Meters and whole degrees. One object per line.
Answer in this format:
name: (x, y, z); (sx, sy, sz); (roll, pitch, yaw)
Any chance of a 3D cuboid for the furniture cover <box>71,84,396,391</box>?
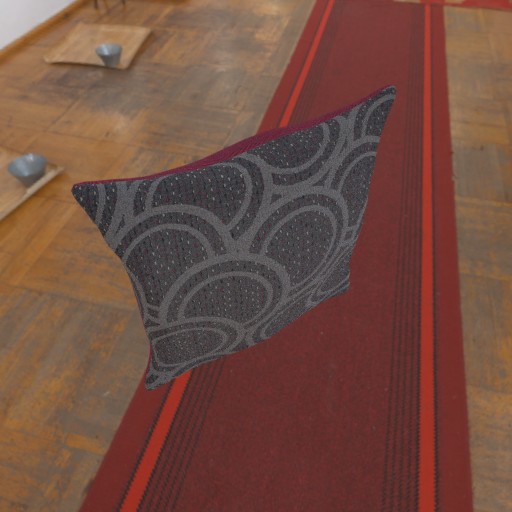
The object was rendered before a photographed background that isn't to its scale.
furniture cover: (0.000, 0.000, 0.799); (0.514, 0.513, 0.163); (-23, 51, -20)
